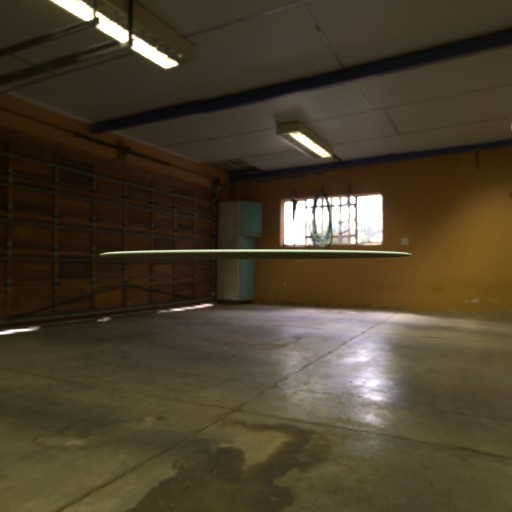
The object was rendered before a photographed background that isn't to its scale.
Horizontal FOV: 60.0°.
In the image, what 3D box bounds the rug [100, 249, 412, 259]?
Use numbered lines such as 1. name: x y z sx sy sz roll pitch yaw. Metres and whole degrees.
1. rug: 0.000 0.000 2.399 1.593 0.012 1.593 0 -1 0
